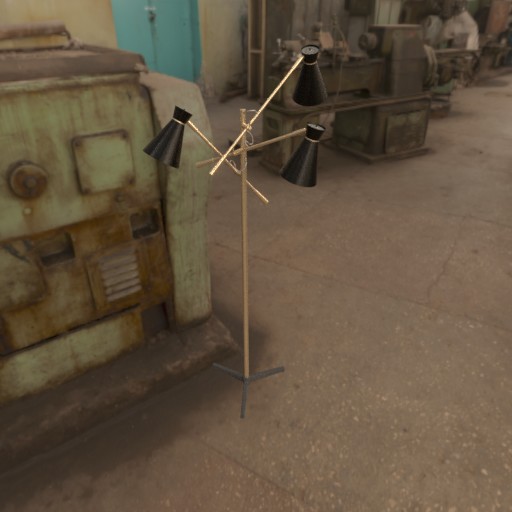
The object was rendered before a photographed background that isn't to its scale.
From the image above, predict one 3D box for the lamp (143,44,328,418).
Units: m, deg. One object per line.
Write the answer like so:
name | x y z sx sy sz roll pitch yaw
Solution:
lamp | 0.000 0.000 2.117 0.653 1.804 0.750 19 35 29
